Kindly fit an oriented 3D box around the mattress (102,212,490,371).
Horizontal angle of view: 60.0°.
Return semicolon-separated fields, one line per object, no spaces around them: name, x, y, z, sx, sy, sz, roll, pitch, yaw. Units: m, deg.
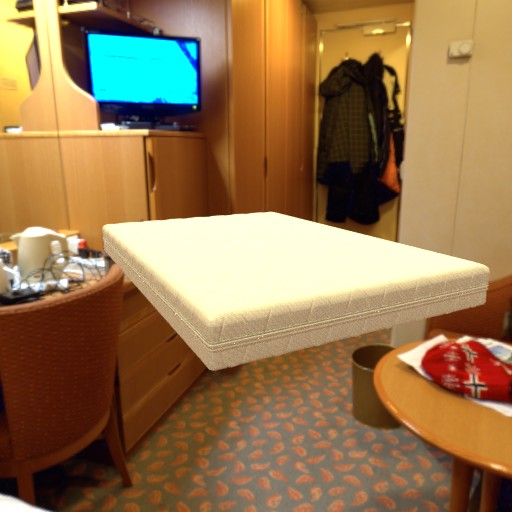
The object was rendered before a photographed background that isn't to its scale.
mattress;0.000;0.000;2.593;1.400;0.200;2.000;-7;15;-27
